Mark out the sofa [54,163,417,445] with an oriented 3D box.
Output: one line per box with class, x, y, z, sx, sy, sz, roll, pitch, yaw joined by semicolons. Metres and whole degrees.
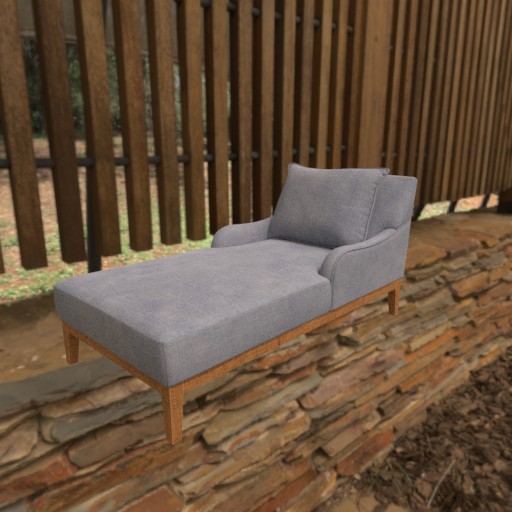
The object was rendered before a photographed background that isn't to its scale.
sofa;0.000;0.000;2.320;0.904;0.883;1.779;14;20;42
